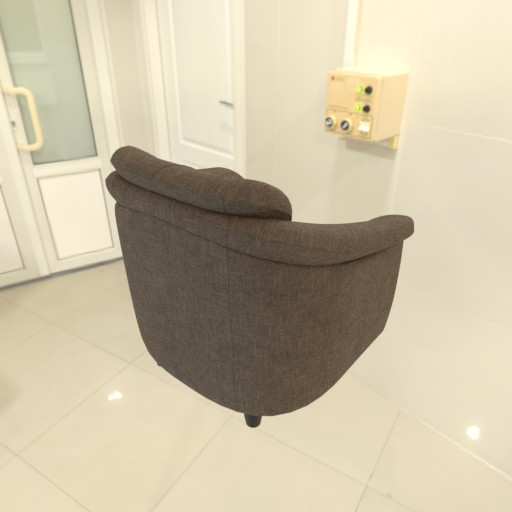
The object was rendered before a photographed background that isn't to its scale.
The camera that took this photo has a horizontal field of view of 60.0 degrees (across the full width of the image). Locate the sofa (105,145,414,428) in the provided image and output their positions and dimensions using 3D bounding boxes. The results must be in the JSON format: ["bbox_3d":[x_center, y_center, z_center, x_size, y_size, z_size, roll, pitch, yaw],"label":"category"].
[{"bbox_3d":[0.000,0.000,1.510,0.870,0.811,0.794,22,36,33],"label":"sofa"}]
